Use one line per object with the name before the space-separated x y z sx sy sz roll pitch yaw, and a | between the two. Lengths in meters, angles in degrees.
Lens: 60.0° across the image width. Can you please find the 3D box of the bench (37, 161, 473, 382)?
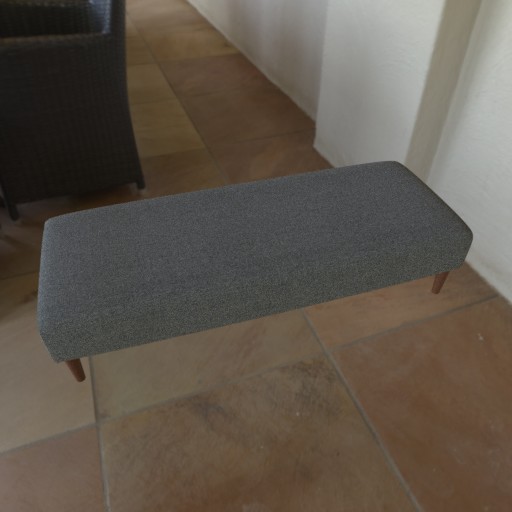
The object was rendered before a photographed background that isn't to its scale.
bench | 0.000 0.000 1.846 1.598 0.384 0.631 -12 43 -13
